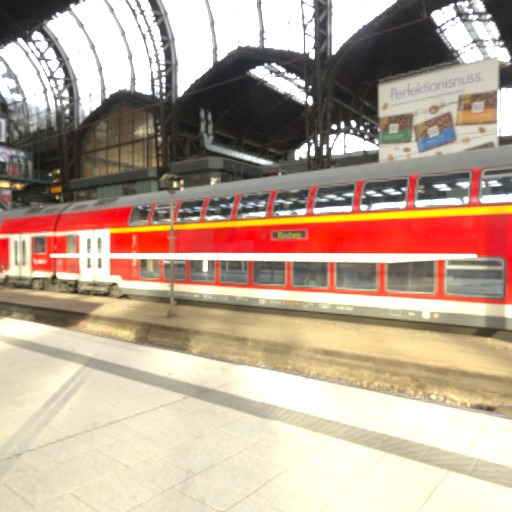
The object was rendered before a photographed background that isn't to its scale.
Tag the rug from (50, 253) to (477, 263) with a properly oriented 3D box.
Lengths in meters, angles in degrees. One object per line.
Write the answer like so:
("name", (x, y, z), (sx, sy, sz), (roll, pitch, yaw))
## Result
("rug", (0.000, 0.000, 3.372), (2.743, 0.030, 1.778), (0, 1, 37))
